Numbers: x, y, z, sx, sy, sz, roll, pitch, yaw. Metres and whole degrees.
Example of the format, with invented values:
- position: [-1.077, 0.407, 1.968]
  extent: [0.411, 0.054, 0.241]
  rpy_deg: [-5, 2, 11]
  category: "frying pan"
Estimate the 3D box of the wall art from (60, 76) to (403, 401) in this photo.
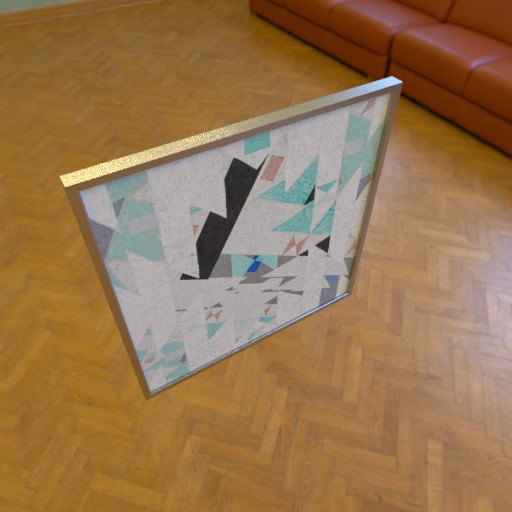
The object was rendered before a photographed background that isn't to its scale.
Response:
- position: [0.000, 0.000, 1.224]
  extent: [0.806, 0.806, 0.038]
  rpy_deg: [-23, 50, -21]
  category: "wall art"
